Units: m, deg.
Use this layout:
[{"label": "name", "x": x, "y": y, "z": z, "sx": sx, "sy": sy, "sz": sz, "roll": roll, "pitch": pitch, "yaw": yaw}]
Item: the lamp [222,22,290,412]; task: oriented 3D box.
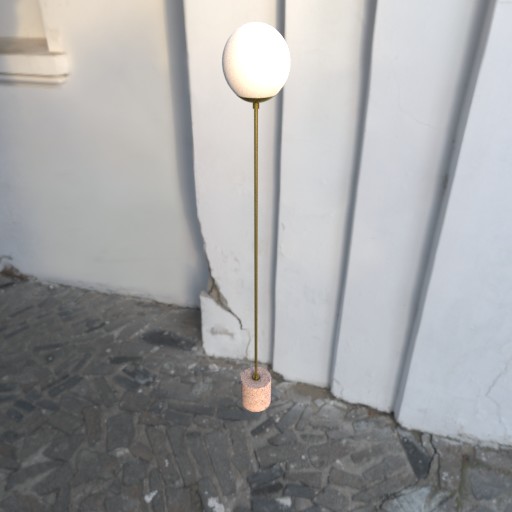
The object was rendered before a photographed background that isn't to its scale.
[{"label": "lamp", "x": 0.000, "y": 0.000, "z": 1.872, "sx": 0.229, "sy": 1.748, "sz": 0.229, "roll": 19, "pitch": 35, "yaw": 29}]
